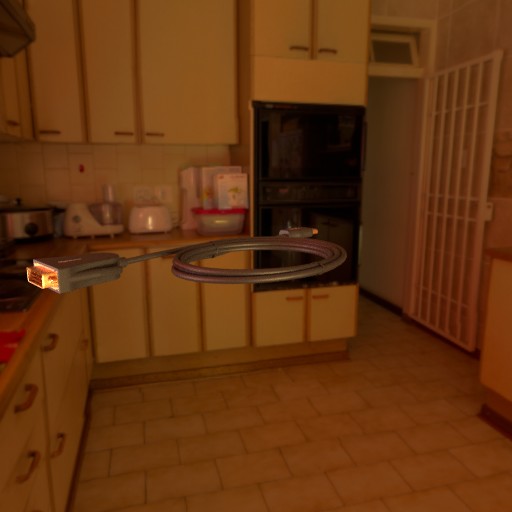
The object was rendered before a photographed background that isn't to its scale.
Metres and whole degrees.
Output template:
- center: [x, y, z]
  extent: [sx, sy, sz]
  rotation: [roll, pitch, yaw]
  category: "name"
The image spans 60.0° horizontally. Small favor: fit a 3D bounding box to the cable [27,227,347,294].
- center: [0.000, 0.000, 0.331]
  extent: [0.136, 0.015, 0.281]
  rotation: [11, 16, 44]
  category: "cable"
